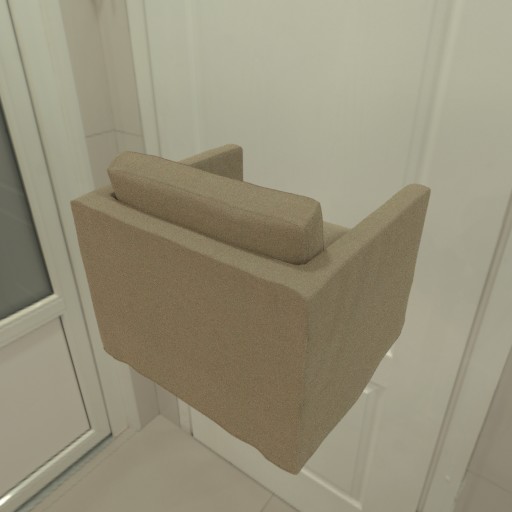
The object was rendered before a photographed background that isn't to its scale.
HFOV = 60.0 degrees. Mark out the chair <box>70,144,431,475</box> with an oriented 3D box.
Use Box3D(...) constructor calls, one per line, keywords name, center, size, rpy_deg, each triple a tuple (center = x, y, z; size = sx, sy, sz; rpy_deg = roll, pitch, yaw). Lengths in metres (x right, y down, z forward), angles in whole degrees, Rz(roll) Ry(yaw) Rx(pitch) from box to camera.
Box3D(name="chair", center=(0.000, 0.000, 1.796), size=(1.057, 0.863, 0.949), rpy_deg=(21, 36, 32))
